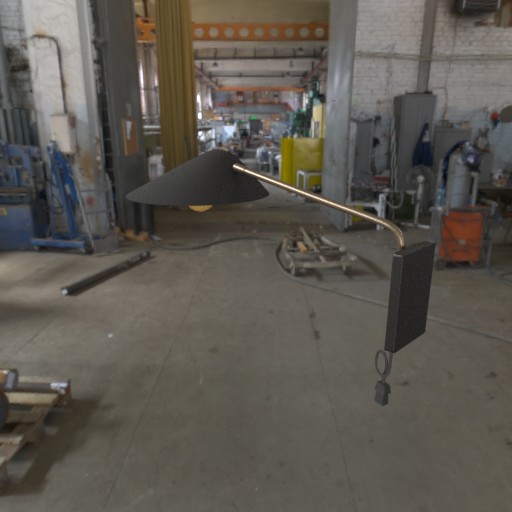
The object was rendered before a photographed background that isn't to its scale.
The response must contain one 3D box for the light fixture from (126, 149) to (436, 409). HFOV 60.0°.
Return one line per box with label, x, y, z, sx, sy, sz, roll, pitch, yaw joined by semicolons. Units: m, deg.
light fixture;0.000;0.000;0.680;0.240;0.312;0.516;-16;23;-42
